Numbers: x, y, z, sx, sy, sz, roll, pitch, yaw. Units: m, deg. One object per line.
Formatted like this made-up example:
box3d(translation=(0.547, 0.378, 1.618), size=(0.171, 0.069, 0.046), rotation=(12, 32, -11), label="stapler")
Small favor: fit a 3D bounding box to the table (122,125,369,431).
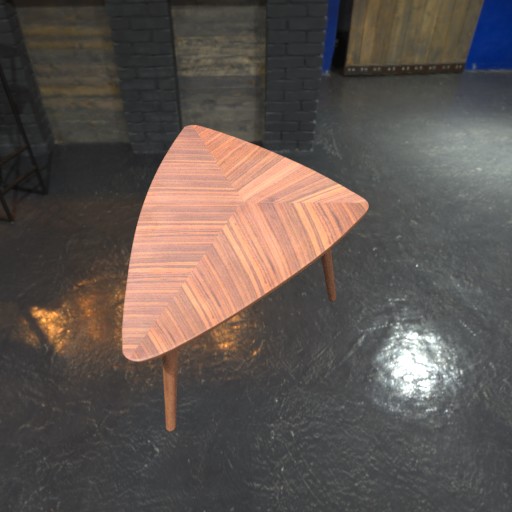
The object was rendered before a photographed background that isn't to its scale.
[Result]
box3d(translation=(0.000, 0.000, 1.300), size=(0.601, 0.365, 1.008), rotation=(0, 40, 0), label="table")
